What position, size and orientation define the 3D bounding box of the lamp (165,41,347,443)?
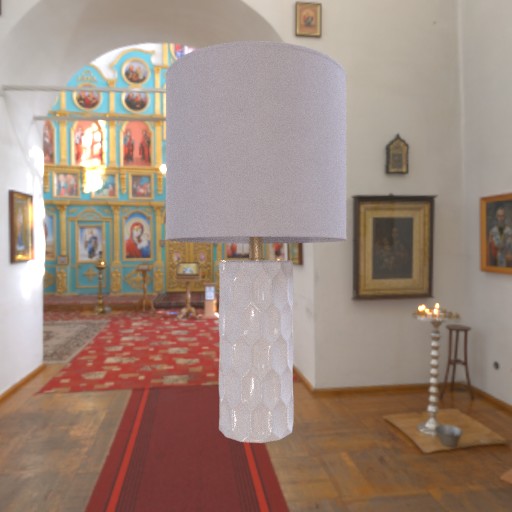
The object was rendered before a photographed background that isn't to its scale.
[{"bbox_3d":[0.000,0.000,0.690,0.277,0.537,0.277,0,0,37],"label":"lamp"}]
